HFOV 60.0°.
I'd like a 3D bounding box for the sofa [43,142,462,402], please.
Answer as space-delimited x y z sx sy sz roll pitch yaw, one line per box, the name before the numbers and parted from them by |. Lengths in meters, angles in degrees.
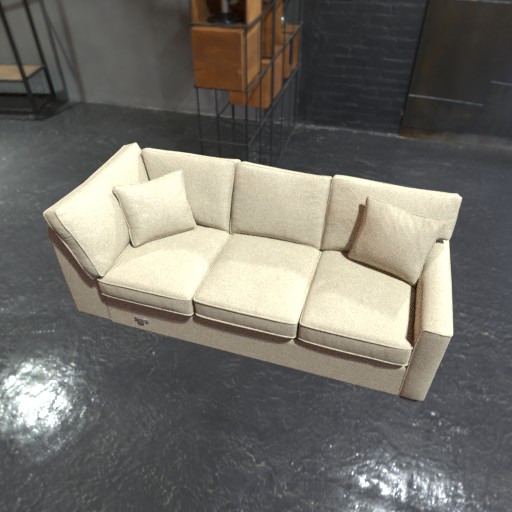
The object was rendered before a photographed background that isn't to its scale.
sofa | 0.000 0.000 2.879 2.323 0.948 1.053 11 41 13
